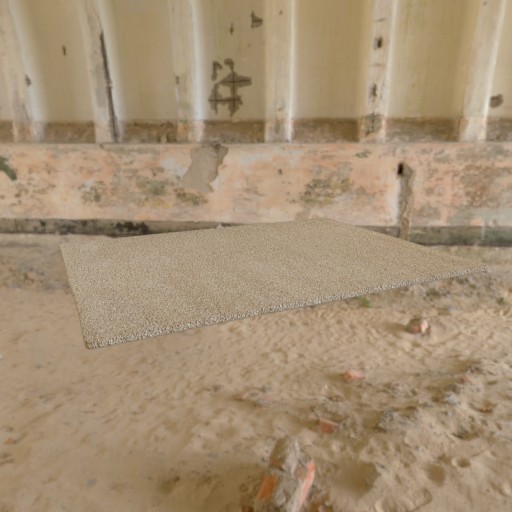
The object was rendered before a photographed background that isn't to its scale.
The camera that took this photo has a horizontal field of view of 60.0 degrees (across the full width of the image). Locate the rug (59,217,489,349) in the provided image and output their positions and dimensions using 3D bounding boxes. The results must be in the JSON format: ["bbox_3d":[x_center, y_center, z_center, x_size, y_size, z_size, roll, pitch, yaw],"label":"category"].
[{"bbox_3d":[0.000,0.000,2.029,1.600,0.025,1.199,-8,17,-25],"label":"rug"}]
